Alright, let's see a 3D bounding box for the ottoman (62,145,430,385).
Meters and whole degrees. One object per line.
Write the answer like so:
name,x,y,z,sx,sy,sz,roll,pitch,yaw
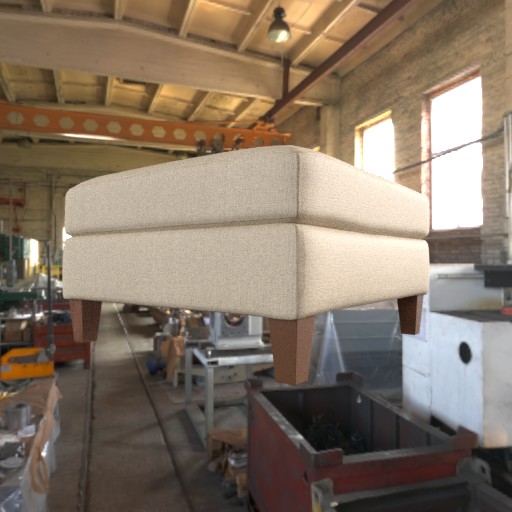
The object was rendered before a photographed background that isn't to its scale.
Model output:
ottoman,0.000,0.000,1.380,0.838,0.503,0.838,0,-1,37
